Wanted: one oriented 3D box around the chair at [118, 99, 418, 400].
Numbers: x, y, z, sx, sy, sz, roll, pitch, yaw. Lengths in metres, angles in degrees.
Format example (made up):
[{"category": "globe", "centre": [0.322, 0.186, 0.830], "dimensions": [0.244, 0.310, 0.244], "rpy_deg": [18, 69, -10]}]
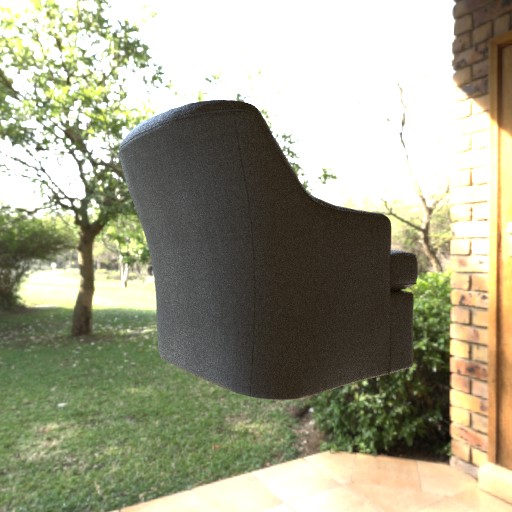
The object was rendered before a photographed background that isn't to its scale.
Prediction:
[{"category": "chair", "centre": [0.000, 0.000, 1.643], "dimensions": [0.923, 0.856, 0.864], "rpy_deg": [0, 1, -36]}]
